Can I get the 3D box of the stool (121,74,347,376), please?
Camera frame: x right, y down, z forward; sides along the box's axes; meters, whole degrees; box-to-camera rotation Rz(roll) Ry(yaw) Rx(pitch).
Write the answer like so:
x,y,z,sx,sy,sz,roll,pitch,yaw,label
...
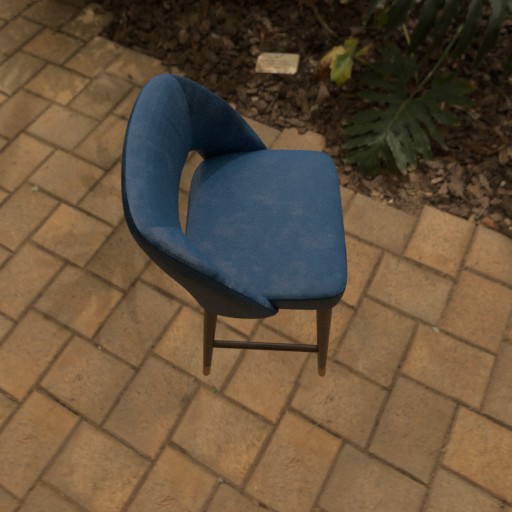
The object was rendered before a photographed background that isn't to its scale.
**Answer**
x,y,z,sx,sy,sz,roll,pitch,yaw,label
0.000,0.000,1.291,0.515,1.016,0.514,0,62,0,stool
